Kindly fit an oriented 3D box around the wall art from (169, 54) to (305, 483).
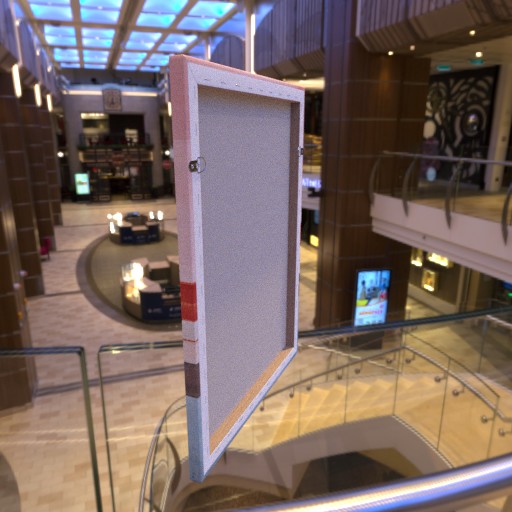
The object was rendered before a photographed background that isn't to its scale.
[{"bbox_3d":[0.000,0.000,1.340,0.039,1.016,0.761,7,17,23],"label":"wall art"}]
